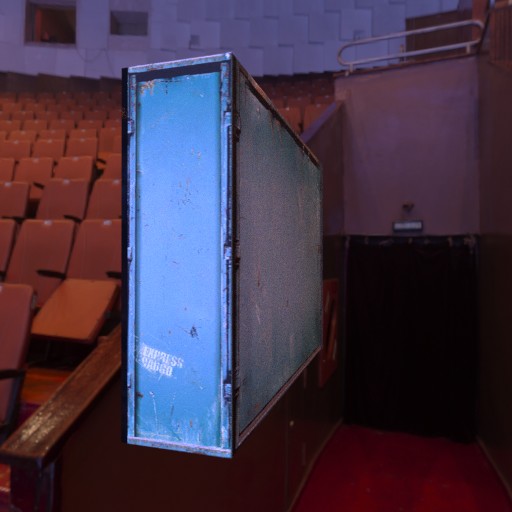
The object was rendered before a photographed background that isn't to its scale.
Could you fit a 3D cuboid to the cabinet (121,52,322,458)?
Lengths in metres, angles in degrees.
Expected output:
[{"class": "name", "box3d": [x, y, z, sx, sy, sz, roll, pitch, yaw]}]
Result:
[{"class": "cabinet", "box3d": [0.000, 0.000, 3.885, 0.680, 2.160, 3.001, 0, 0, 18]}]
